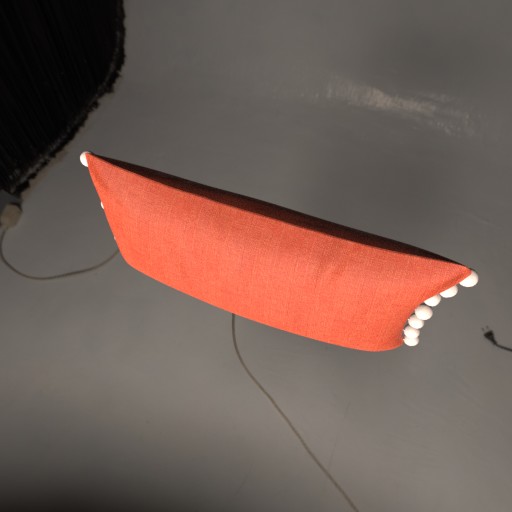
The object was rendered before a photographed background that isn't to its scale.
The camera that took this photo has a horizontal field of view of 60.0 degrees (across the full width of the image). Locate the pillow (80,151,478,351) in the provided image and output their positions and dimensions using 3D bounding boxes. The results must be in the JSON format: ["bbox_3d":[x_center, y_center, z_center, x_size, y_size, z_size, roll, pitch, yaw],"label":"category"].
[{"bbox_3d":[0.000,0.000,0.833,0.709,0.322,0.201,19,60,11],"label":"pillow"}]
